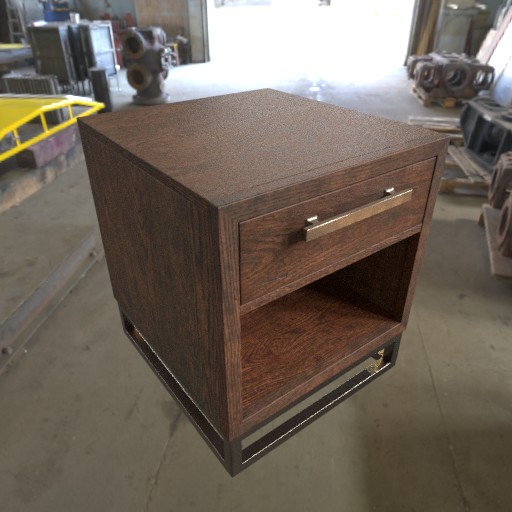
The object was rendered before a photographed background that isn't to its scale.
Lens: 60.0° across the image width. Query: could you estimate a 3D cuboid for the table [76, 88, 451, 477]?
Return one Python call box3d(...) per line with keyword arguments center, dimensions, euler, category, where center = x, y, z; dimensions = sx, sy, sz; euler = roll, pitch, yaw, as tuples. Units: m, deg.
box3d(center=(0.000, 0.000, 1.006), dimensions=(0.506, 0.582, 0.566), euler=(-22, 38, -31), category="table")
